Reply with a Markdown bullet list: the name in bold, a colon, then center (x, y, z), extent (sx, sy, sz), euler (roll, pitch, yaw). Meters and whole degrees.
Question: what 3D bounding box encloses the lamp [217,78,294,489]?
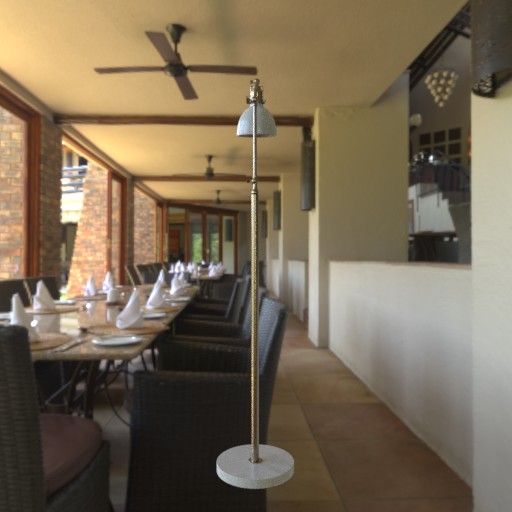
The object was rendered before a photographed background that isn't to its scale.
- **lamp**: center (0.000, 0.000, 1.809), extent (0.288, 1.586, 0.599), euler (0, 0, 1)
